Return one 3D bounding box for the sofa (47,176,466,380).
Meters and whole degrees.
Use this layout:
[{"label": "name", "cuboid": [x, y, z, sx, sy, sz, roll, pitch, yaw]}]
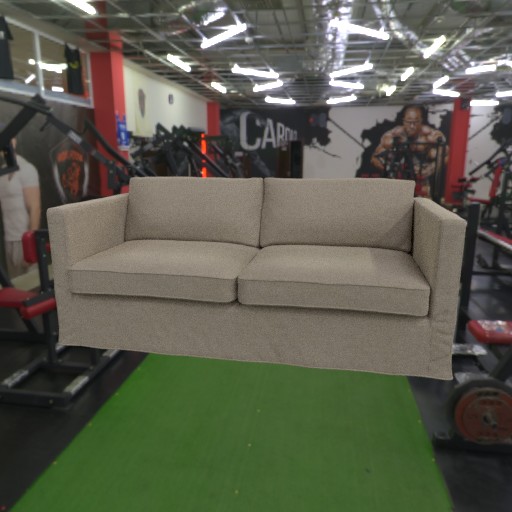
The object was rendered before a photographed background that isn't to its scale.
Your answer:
[{"label": "sofa", "cuboid": [0.000, 0.000, 2.496, 1.987, 0.847, 0.956, 3, 14, 11]}]
